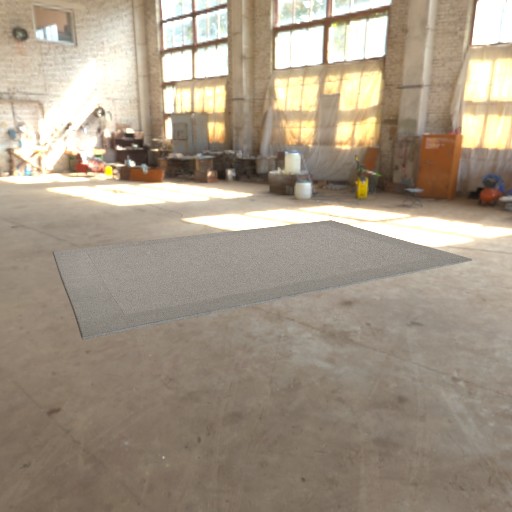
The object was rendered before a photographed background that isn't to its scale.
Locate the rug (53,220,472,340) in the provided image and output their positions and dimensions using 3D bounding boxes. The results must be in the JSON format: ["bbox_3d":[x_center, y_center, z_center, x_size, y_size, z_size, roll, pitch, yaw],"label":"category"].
[{"bbox_3d":[0.000,0.000,3.021,2.438,0.014,1.524,-8,18,-27],"label":"rug"}]
